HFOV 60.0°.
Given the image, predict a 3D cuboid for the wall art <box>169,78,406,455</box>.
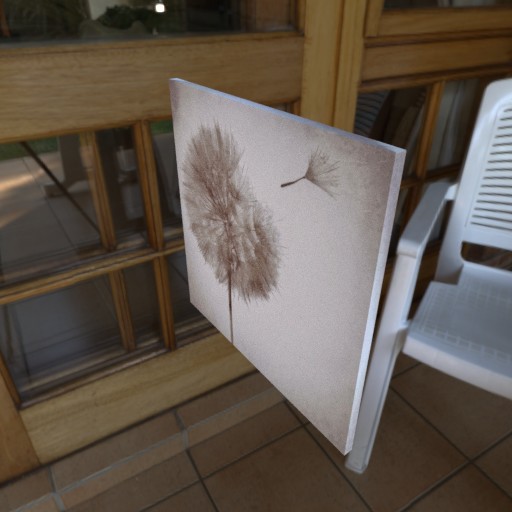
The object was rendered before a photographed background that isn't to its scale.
[{"bbox_3d":[0.000,0.000,1.152,0.027,0.762,0.762,-21,38,-30],"label":"wall art"}]
